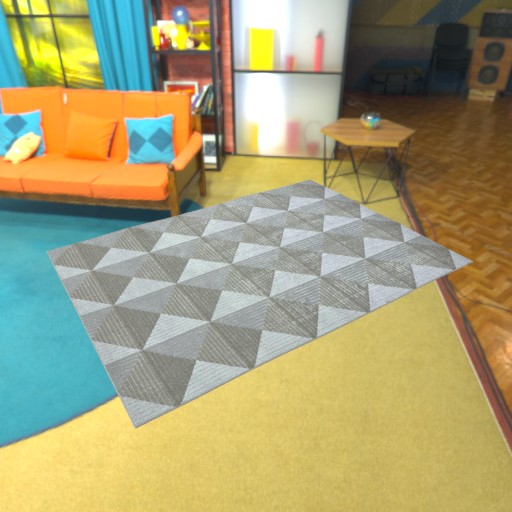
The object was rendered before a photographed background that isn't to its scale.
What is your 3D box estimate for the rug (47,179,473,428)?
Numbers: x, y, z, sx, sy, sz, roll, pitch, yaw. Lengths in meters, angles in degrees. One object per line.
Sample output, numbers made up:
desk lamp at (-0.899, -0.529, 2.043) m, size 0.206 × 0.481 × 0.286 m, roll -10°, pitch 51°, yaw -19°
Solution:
rug at (0.000, 0.000, 4.278) m, size 3.333 × 0.027 × 2.428 m, roll -19°, pitch 37°, yaw -28°
